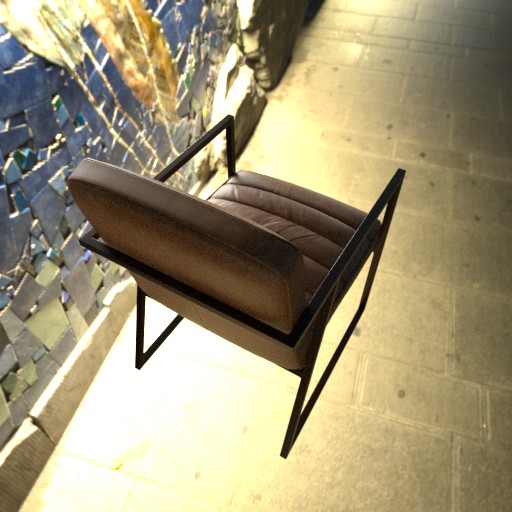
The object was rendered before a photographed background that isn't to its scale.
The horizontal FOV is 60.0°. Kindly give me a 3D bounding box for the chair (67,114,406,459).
[{"bbox_3d":[0.000,0.000,1.243,0.571,0.832,0.677,24,52,20],"label":"chair"}]
